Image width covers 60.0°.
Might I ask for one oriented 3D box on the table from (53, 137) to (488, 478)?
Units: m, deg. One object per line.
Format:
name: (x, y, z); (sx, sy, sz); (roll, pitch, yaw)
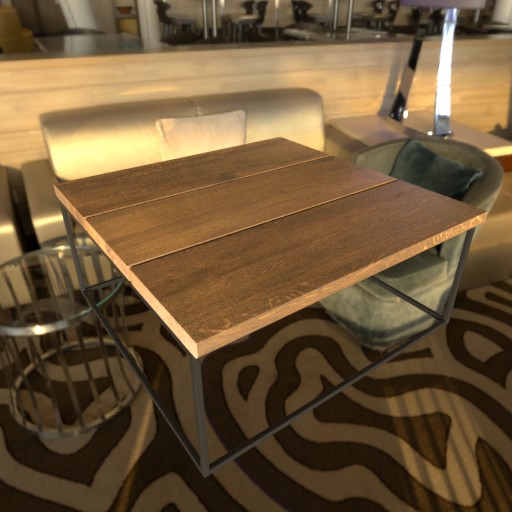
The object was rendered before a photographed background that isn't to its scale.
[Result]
table: (0.000, 0.000, 1.390); (0.900, 0.400, 0.900); (-20, 36, -30)
